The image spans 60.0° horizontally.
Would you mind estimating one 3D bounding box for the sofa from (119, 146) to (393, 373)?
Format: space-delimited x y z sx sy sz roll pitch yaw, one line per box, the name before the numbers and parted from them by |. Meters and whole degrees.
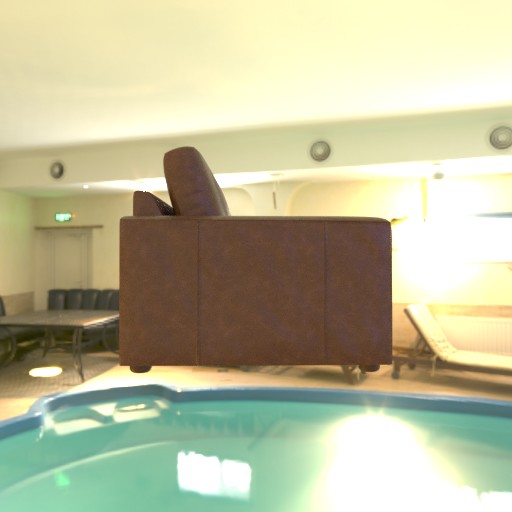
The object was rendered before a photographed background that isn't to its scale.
sofa | 0.000 0.000 2.657 1.016 0.873 2.179 0 0 -1
